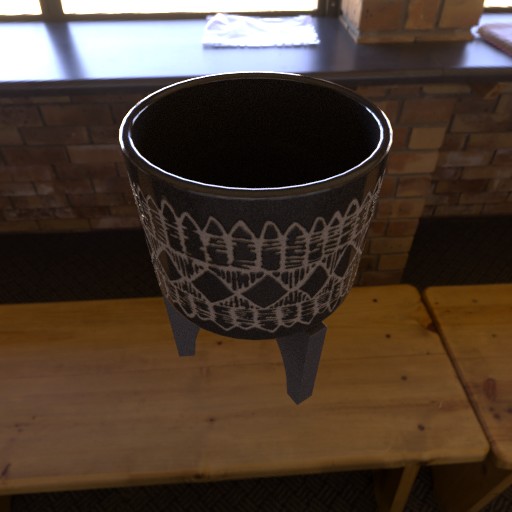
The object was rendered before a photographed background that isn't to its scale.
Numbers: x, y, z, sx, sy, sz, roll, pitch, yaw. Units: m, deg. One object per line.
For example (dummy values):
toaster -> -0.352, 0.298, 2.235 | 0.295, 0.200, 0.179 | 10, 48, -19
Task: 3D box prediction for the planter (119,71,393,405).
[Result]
planter -> 0.000, 0.000, 0.272 | 0.129, 0.177, 0.129 | 0, 42, 0
